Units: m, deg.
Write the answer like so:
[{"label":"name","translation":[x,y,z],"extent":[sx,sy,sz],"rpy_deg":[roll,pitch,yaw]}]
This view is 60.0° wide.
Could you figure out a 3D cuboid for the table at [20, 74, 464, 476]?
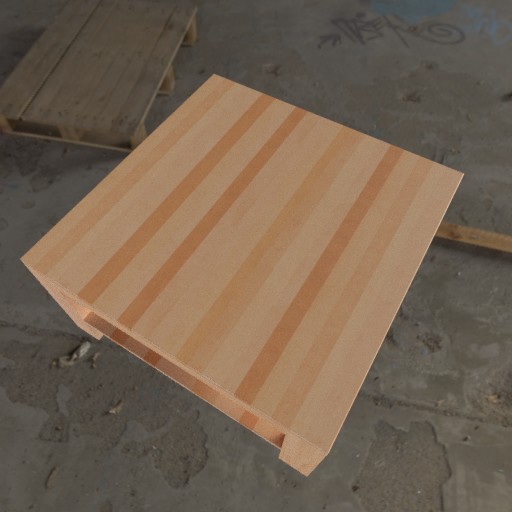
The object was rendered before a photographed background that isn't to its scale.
[{"label":"table","translation":[0.000,0.000,1.429],"extent":[0.900,0.450,0.900],"rpy_deg":[27,62,16]}]
